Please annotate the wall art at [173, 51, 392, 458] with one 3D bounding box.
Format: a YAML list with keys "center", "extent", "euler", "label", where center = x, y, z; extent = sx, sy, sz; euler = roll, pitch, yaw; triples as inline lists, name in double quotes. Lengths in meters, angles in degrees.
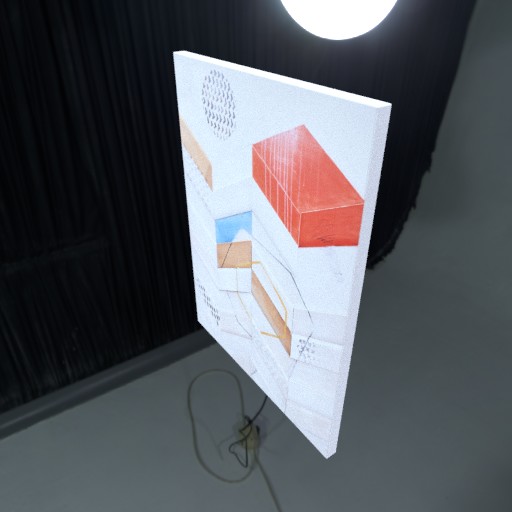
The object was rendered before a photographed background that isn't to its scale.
- center: [0.000, 0.000, 1.563]
  extent: [0.046, 1.221, 0.914]
  euler: [-21, 38, -30]
  label: "wall art"
